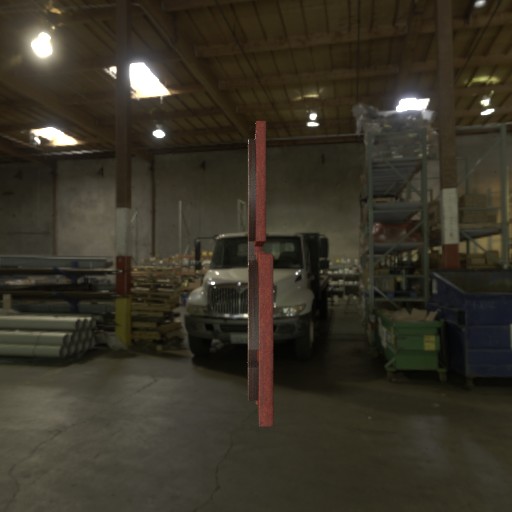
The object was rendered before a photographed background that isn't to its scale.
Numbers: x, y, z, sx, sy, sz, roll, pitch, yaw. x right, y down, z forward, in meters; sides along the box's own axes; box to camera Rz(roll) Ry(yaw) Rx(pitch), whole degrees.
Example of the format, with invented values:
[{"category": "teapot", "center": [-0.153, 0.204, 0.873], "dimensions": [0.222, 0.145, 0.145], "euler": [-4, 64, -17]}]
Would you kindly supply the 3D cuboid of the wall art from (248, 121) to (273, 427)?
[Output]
[{"category": "wall art", "center": [0.000, 0.000, 0.841], "dimensions": [0.030, 0.497, 0.635], "euler": [0, -1, -1]}]
